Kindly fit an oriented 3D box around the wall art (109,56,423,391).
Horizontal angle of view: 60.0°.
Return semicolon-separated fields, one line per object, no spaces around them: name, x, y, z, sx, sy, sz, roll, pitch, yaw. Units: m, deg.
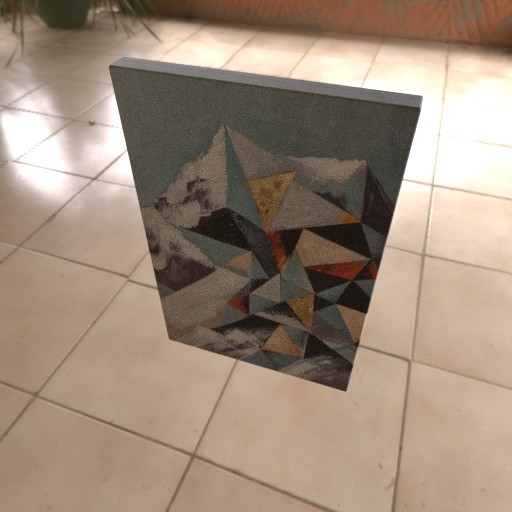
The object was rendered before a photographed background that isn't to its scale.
wall art;0.000;0.000;1.147;0.609;0.911;0.061;13;45;14
